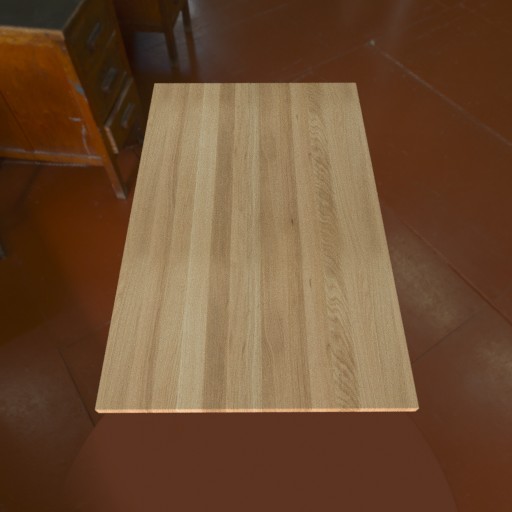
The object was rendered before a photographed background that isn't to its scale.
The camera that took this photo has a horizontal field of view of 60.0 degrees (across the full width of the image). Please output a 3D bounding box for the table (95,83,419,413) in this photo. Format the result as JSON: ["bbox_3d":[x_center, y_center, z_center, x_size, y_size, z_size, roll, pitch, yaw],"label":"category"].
[{"bbox_3d":[0.000,0.000,1.464,0.700,0.510,1.100,0,58,0],"label":"table"}]
